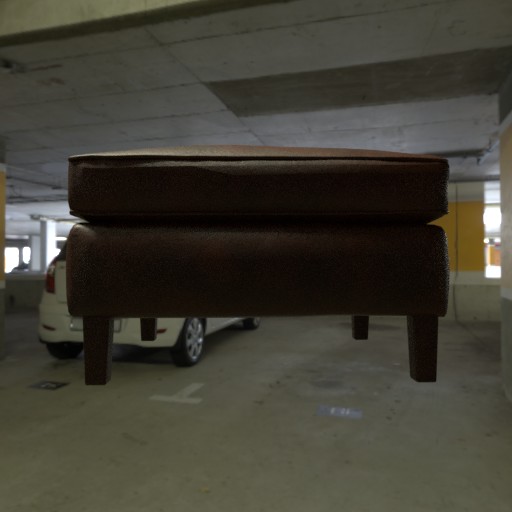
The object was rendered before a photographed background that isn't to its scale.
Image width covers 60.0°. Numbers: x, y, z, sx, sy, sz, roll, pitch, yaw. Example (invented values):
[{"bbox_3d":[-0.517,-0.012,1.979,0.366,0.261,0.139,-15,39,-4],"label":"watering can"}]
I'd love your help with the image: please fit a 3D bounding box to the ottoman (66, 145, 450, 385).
[{"bbox_3d":[0.000,0.000,0.960,0.665,0.432,0.501,0,-1,-2],"label":"ottoman"}]
